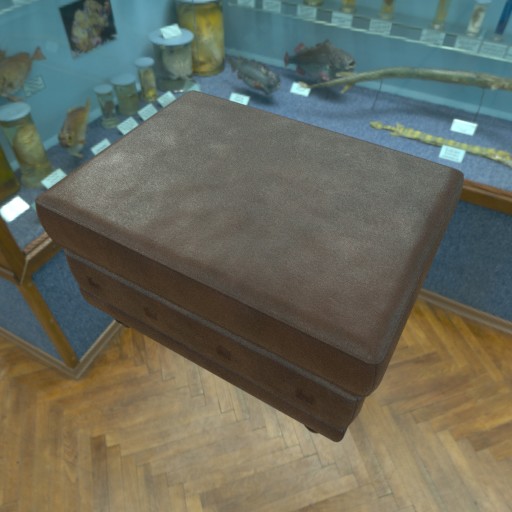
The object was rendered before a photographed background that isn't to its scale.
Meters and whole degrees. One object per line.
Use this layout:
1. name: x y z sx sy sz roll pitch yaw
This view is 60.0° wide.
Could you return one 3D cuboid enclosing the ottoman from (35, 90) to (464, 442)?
1. ottoman: 0.000 0.000 1.144 0.795 0.509 0.588 23 52 20
